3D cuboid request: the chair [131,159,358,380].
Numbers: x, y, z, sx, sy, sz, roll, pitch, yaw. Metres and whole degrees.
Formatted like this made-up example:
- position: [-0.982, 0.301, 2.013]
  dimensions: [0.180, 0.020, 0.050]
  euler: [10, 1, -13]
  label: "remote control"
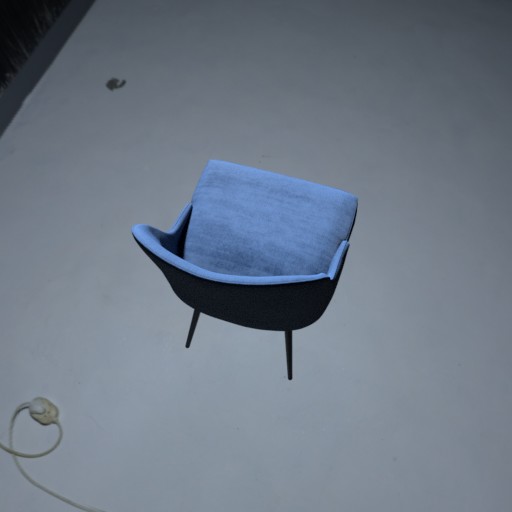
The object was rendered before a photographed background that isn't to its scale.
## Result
- position: [0.000, 0.000, 1.220]
  dimensions: [0.478, 0.896, 0.559]
  euler: [15, 64, 8]
  label: "chair"
